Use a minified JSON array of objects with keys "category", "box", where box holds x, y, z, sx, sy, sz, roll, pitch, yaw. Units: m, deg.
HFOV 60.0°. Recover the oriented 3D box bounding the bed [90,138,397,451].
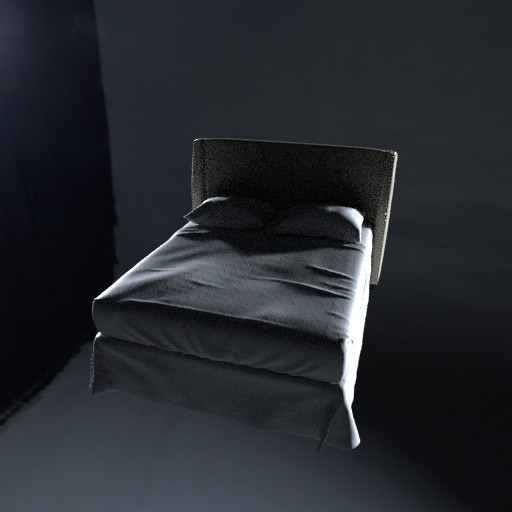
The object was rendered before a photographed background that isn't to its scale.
[{"category":"bed","box":[0.000,0.000,3.481,1.925,1.332,2.276,8,27,16]}]
